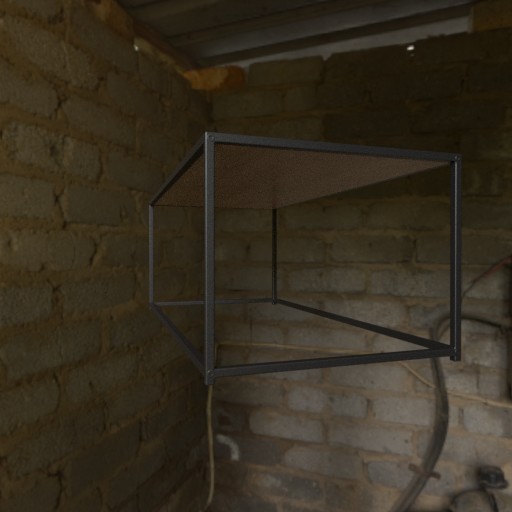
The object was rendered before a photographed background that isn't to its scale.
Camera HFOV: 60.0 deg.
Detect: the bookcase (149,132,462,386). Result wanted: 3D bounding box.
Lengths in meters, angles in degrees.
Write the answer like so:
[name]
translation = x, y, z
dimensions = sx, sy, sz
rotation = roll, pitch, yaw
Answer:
[bookcase]
translation = 0.000, 0.000, 1.247
dimensions = 0.500, 0.400, 1.000
rotation = 0, 0, -18
